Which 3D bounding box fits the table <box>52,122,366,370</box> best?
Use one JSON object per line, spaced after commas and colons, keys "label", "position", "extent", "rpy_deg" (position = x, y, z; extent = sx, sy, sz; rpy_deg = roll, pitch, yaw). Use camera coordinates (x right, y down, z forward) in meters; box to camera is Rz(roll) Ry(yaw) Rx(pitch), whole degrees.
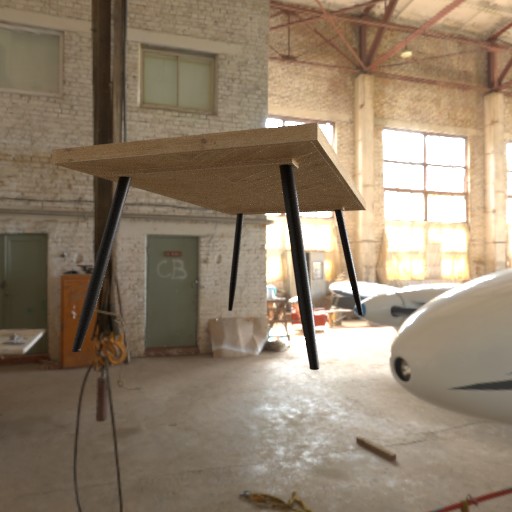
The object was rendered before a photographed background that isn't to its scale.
{"label": "table", "position": [0.000, 0.000, 2.334], "extent": [0.991, 0.762, 1.803], "rpy_deg": [0, -1, 18]}
